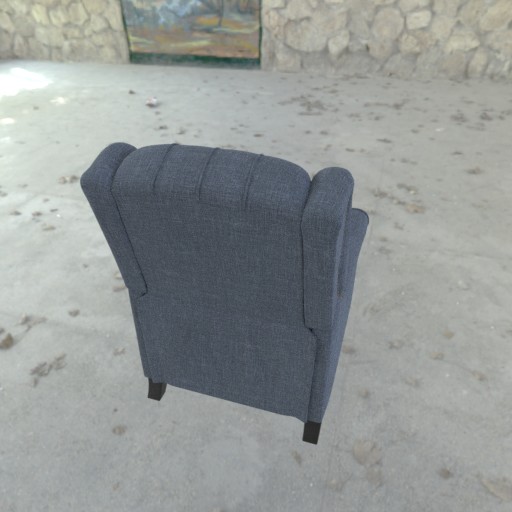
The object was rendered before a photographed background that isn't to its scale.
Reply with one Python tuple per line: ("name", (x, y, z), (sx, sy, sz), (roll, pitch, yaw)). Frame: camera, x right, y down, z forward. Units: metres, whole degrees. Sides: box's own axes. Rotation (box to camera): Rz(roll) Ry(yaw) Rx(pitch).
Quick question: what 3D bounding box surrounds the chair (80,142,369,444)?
("chair", (0.000, 0.000, 1.628), (0.742, 1.035, 0.898), (10, 34, 15))
